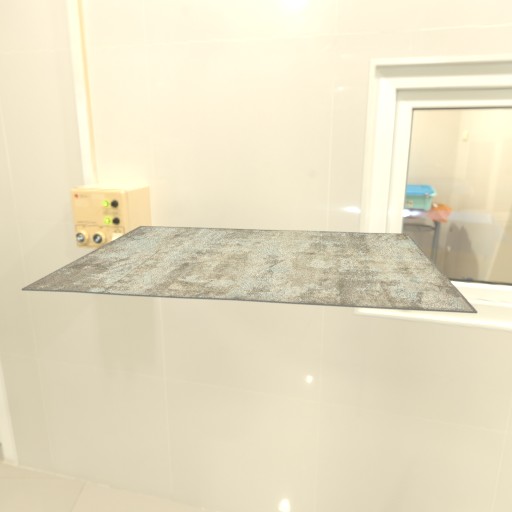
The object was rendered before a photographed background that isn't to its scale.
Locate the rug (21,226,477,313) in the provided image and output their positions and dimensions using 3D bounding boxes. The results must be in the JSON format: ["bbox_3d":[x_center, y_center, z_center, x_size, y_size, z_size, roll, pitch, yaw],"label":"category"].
[{"bbox_3d":[0.000,0.000,4.309,3.307,0.013,2.393,2,16,7],"label":"rug"}]
